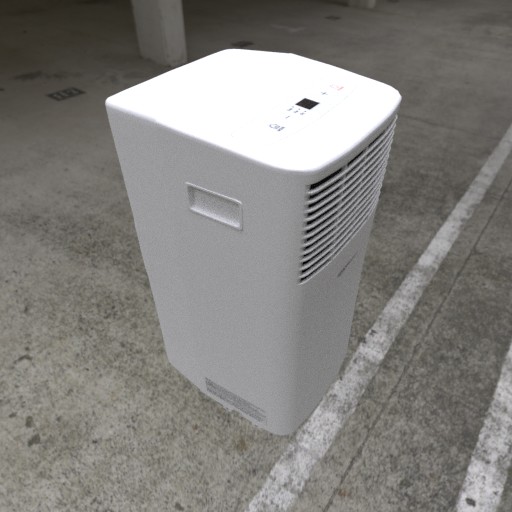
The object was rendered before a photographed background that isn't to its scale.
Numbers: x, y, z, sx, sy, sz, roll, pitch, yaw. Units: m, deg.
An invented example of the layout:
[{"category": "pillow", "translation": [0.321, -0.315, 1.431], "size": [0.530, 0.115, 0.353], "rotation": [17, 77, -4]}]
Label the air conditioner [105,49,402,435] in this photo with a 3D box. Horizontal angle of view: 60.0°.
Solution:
[{"category": "air conditioner", "translation": [0.000, 0.000, 0.795], "size": [0.349, 0.606, 0.304], "rotation": [25, 47, 26]}]
